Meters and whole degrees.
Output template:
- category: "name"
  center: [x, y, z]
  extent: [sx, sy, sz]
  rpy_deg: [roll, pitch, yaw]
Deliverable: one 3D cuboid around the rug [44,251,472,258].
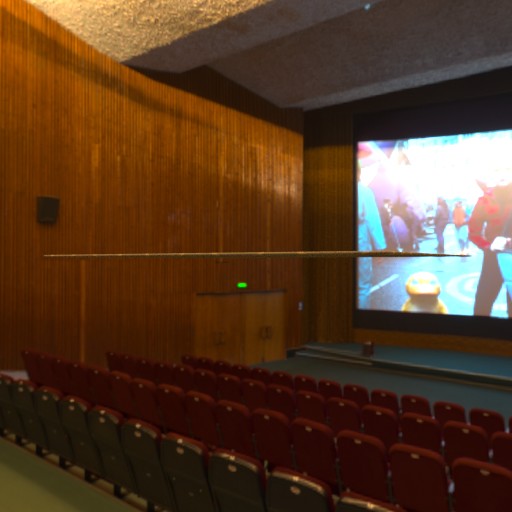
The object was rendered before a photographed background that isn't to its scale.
- category: "rug"
  center: [0.000, 0.000, 2.617]
  extent: [2.080, 0.010, 1.451]
  rpy_deg: [0, -1, 36]
